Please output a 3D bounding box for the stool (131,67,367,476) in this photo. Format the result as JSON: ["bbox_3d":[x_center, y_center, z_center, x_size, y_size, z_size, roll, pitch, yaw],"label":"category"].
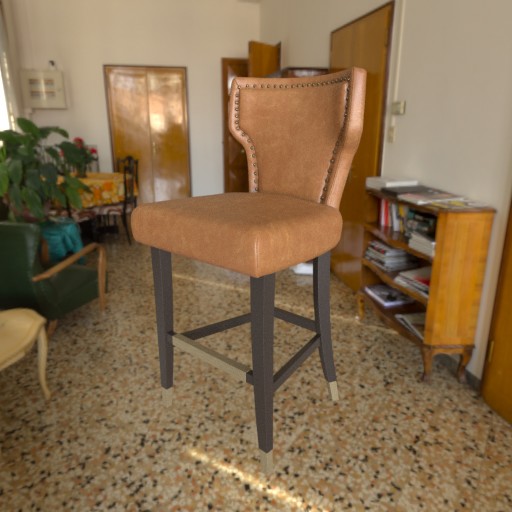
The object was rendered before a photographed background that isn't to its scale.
[{"bbox_3d":[0.000,0.000,1.389,0.526,1.092,0.563,15,22,40],"label":"stool"}]
